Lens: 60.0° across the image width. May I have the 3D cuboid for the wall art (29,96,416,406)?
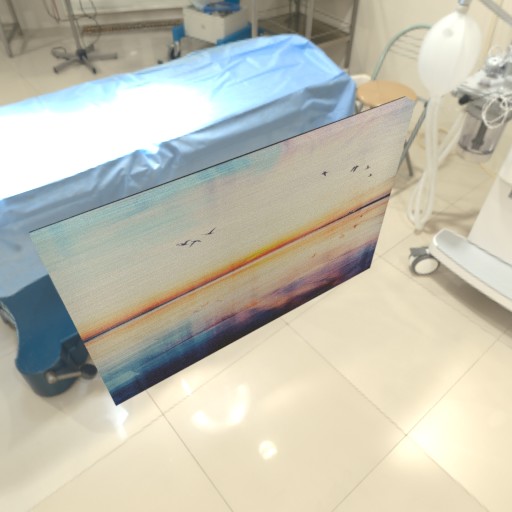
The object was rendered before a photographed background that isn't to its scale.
[{"bbox_3d":[0.000,0.000,1.142,0.911,0.605,0.037,-25,51,-22],"label":"wall art"}]
